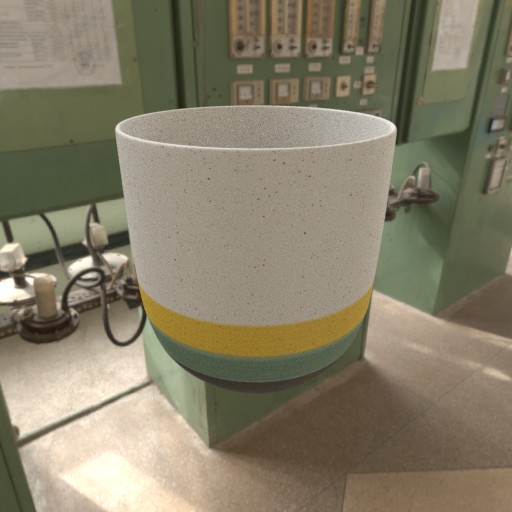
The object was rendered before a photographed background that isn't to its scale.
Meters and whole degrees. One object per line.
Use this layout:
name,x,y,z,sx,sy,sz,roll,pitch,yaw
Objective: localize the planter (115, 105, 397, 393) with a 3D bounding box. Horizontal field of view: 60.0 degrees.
planter,0.000,0.000,0.364,0.195,0.214,0.195,0,25,0
